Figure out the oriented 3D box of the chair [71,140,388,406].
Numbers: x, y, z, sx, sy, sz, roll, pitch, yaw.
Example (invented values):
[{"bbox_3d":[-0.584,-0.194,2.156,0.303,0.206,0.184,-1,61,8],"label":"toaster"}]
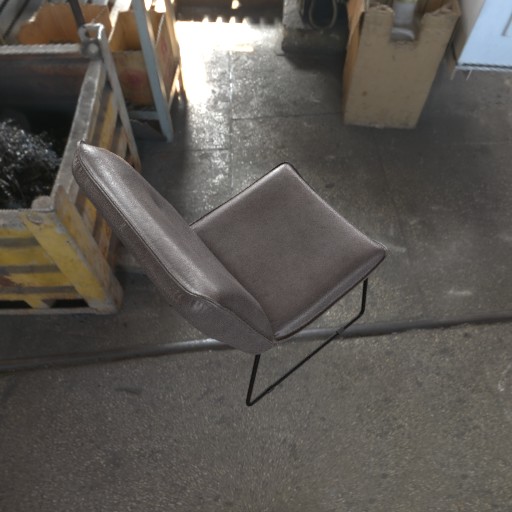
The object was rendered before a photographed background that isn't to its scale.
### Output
[{"bbox_3d":[0.000,0.000,1.339,0.688,0.932,0.515,-34,65,-19],"label":"chair"}]
